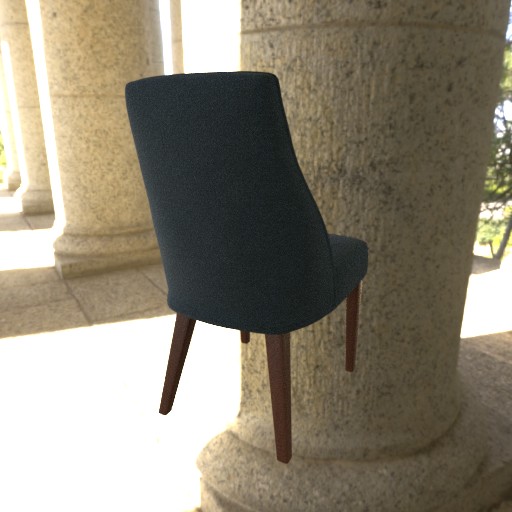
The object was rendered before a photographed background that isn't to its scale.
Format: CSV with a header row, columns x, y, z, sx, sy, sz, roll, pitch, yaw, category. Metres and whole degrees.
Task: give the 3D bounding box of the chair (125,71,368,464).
x,y,z,sx,sy,sz,roll,pitch,yaw,category
0.000,0.000,1.271,0.500,0.930,0.620,9,19,28,chair
